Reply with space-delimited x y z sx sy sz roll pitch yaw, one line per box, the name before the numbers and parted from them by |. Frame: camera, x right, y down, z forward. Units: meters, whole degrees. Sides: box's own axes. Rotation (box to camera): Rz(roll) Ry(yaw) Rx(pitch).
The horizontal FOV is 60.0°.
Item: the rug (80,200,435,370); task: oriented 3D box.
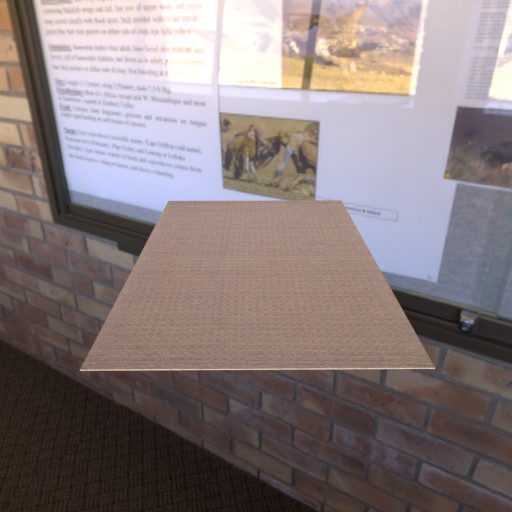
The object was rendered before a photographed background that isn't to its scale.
rug | 0.000 0.000 3.774 1.981 0.006 2.895 0 26 0
